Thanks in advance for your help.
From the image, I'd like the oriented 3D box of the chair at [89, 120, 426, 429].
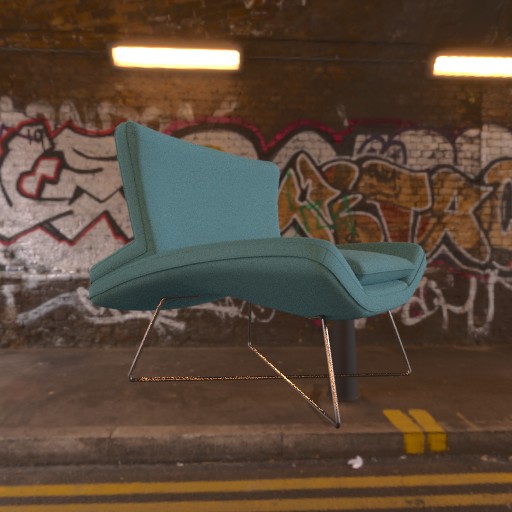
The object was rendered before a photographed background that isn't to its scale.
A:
[{"bbox_3d":[0.000,0.000,1.605,1.008,0.855,0.859,0,1,36],"label":"chair"}]
